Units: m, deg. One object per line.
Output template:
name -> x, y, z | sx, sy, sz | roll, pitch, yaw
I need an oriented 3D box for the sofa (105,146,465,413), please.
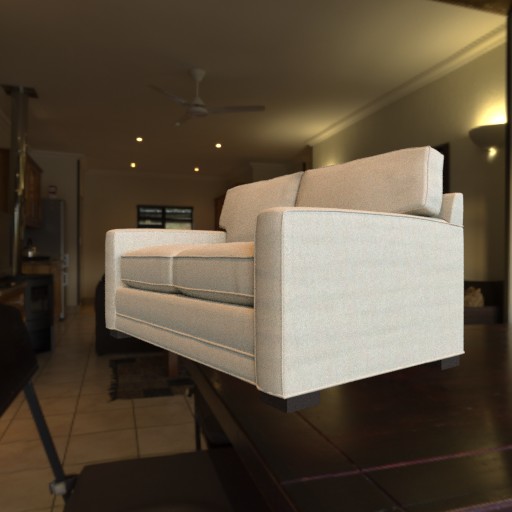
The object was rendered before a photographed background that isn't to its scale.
sofa -> 0.000, 0.000, 2.047 | 0.942, 0.853, 1.484 | 0, 0, -36
